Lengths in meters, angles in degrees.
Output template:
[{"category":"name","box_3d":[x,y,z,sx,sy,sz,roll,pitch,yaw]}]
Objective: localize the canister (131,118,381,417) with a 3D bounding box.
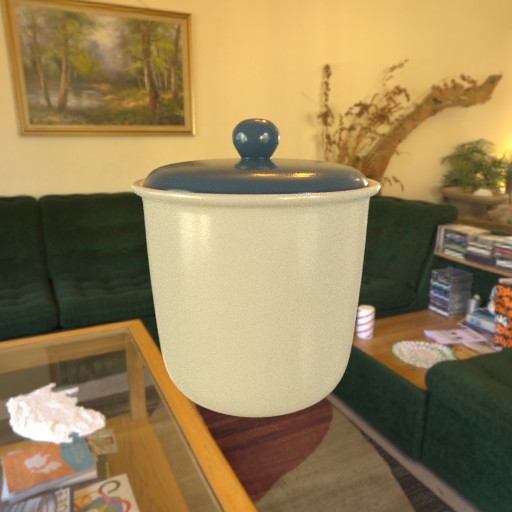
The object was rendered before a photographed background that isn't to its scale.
[{"category":"canister","box_3d":[0.000,0.000,0.350,0.182,0.208,0.182,0,15,0]}]
